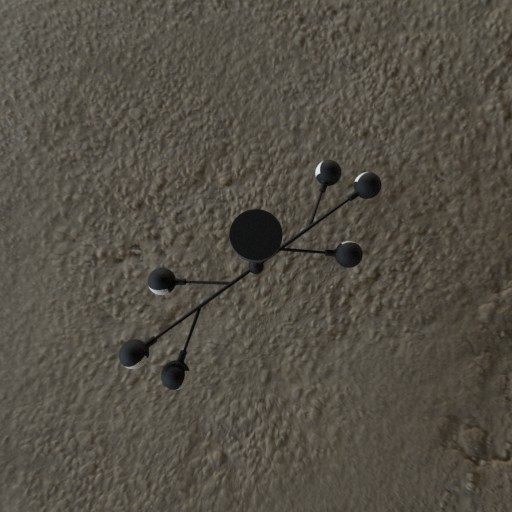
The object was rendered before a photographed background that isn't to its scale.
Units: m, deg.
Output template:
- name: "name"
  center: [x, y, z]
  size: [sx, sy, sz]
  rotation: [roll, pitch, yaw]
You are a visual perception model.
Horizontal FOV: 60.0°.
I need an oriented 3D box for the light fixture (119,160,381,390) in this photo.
- name: "light fixture"
  center: [0.000, 0.000, 1.015]
  size: [0.778, 0.362, 0.434]
  rotation: [-20, 78, -5]
